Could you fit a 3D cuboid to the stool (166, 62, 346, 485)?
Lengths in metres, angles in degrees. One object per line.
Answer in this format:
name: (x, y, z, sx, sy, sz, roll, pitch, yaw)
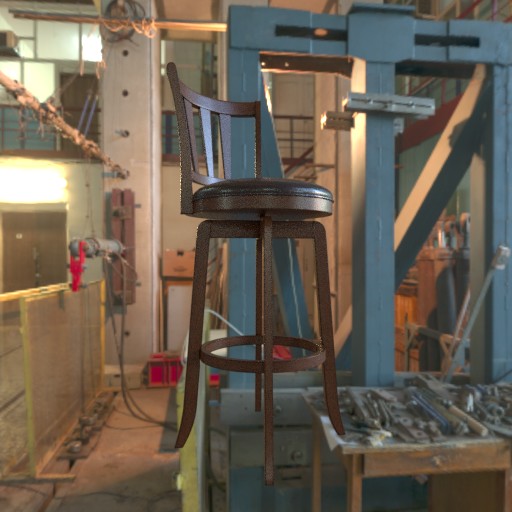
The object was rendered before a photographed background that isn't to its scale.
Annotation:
stool: (0.000, 0.000, 1.428, 0.503, 1.177, 0.464, 0, 1, 38)
